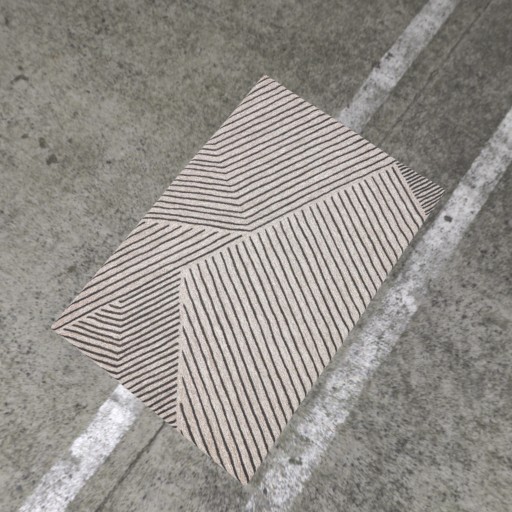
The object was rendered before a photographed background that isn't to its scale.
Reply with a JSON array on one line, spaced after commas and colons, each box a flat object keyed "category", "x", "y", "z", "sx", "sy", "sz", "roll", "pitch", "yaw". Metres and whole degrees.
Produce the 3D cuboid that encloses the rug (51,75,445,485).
[{"category": "rug", "x": 0.000, "y": 0.000, "z": 2.338, "sx": 1.237, "sy": 0.019, "sz": 1.842, "roll": 36, "pitch": 78, "yaw": 8}]
